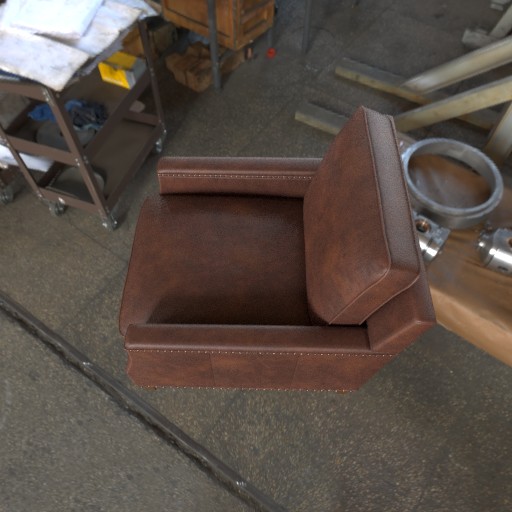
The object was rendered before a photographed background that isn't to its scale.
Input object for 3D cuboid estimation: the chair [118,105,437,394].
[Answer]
[{"bbox_3d":[0.000,0.000,1.722,1.014,0.929,0.853,1,58,1],"label":"chair"}]
